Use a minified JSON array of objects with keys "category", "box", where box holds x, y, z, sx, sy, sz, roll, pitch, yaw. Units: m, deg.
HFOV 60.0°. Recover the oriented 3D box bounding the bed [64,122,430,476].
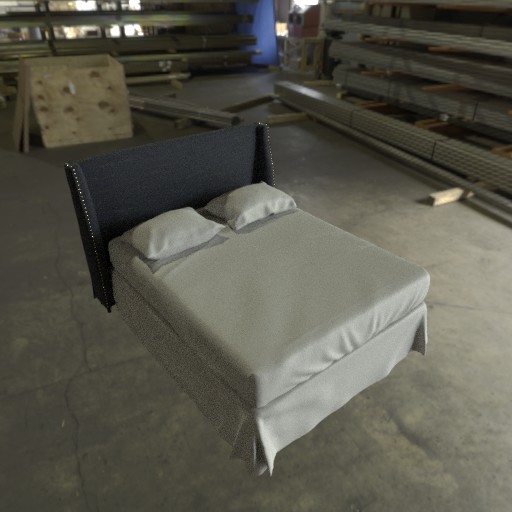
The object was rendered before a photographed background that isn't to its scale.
[{"category":"bed","box":[0.000,0.000,3.409,1.925,1.332,2.276,-23,38,-33]}]
